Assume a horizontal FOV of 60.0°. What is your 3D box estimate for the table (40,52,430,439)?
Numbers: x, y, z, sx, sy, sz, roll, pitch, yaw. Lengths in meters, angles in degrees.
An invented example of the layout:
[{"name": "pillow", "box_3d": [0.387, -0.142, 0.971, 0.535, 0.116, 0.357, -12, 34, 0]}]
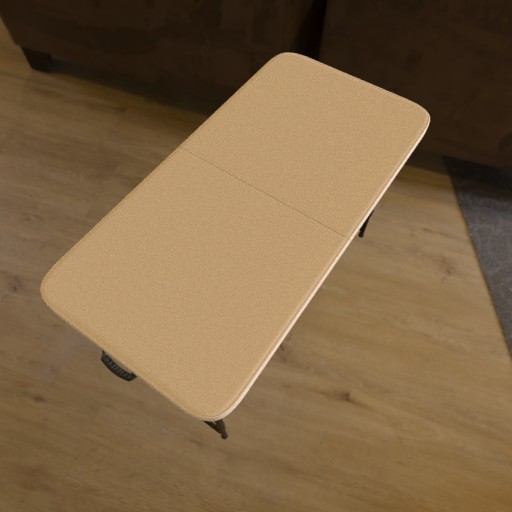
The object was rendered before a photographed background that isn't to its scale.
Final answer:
[{"name": "table", "box_3d": [0.000, 0.000, 1.616, 0.611, 0.737, 1.245, 31, 64, 17]}]
